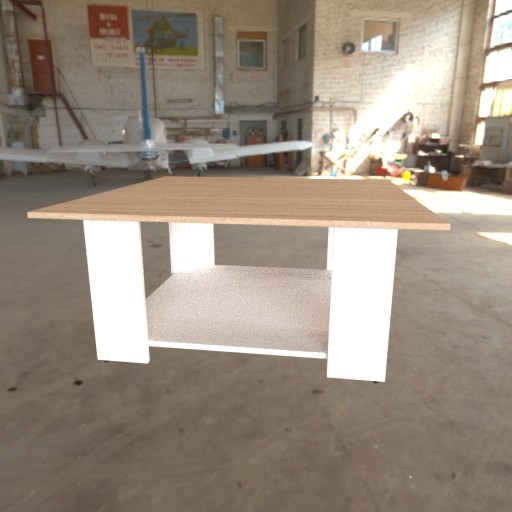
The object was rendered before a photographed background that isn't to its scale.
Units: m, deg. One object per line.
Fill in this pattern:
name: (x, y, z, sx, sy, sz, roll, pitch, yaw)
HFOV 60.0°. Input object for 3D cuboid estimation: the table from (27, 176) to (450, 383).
table: (0.000, 0.000, 1.048, 0.670, 0.305, 0.670, 2, 15, 8)
